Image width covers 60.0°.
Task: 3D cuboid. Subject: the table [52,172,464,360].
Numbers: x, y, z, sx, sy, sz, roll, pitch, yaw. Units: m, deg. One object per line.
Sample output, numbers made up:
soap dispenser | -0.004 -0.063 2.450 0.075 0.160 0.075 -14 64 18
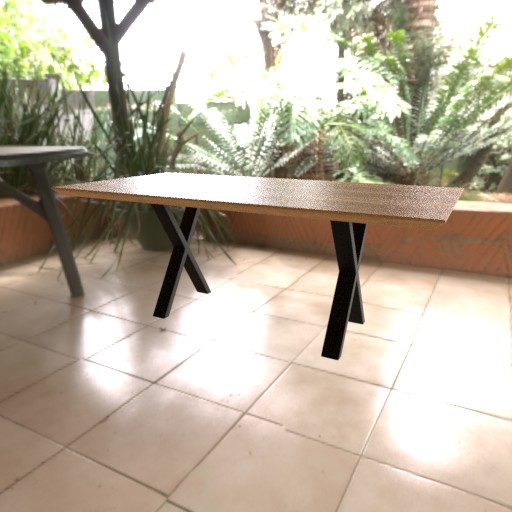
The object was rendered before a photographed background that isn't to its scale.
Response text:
table | 0.000 0.000 2.507 2.000 0.770 1.000 8 18 26
